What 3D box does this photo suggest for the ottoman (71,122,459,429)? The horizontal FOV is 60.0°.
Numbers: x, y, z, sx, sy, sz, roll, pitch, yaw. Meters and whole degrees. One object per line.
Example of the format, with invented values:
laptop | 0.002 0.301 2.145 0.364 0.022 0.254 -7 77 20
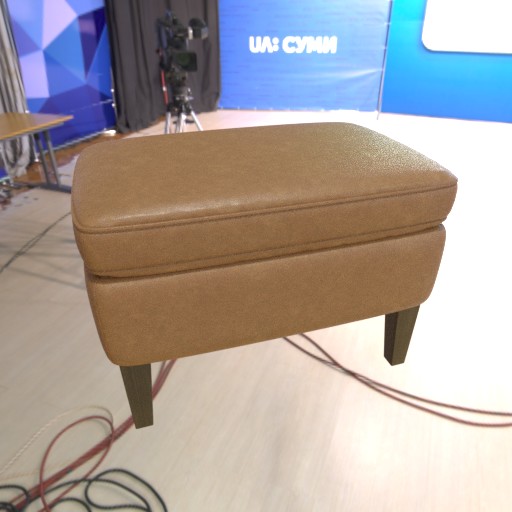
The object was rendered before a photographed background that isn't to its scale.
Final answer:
ottoman | 0.000 0.000 0.954 0.670 0.480 0.420 -9 32 -15
